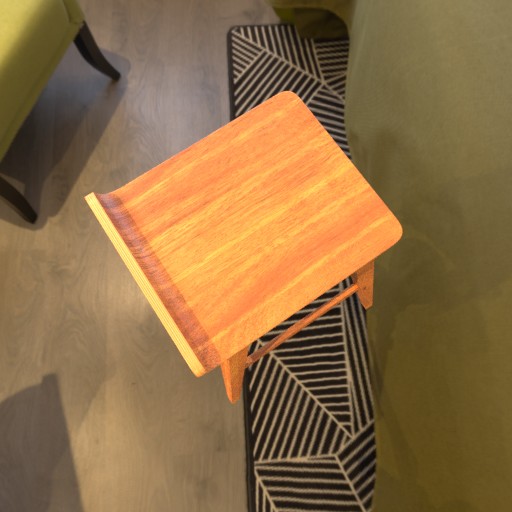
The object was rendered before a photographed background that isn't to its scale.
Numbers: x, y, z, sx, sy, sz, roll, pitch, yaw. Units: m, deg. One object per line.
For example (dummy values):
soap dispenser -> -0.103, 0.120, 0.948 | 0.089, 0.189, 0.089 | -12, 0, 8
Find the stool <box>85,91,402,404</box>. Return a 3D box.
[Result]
stool -> 0.000, 0.000, 1.027 | 0.500, 0.650, 0.500 | -33, 78, -8
